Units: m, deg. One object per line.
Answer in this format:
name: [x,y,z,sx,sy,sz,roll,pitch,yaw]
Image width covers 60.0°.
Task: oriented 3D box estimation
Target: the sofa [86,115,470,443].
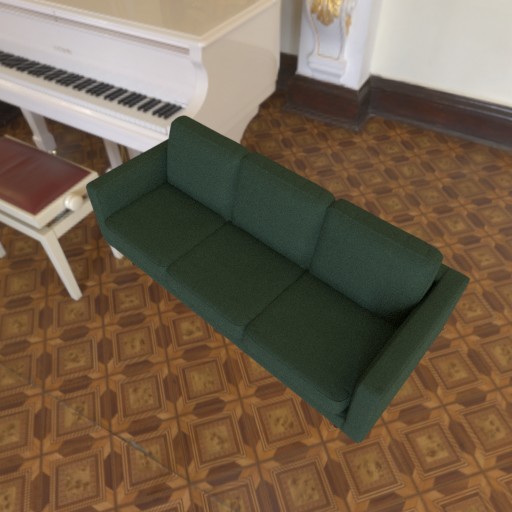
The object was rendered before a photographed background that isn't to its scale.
sofa: [0.000,0.000,2.556,2.029,0.899,0.879,33,56,27]
